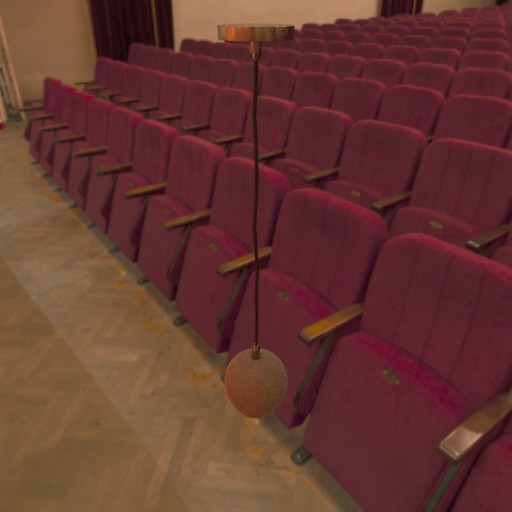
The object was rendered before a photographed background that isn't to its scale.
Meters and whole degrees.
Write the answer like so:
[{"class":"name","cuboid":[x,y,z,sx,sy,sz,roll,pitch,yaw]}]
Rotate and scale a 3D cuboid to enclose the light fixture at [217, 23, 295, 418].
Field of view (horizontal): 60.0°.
[{"class":"light fixture","cuboid":[0.000,0.000,0.826,0.139,0.764,0.139,-19,35,-30]}]
